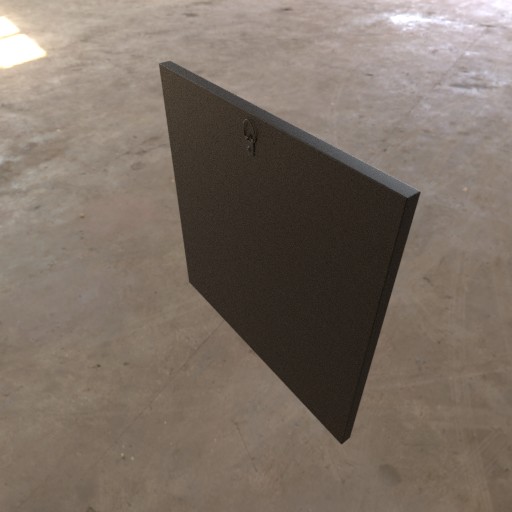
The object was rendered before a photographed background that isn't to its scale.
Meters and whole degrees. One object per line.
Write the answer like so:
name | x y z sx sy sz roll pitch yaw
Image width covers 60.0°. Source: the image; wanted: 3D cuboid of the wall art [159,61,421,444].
wall art | 0.000 0.000 1.199 0.043 0.807 0.805 -27 48 -27
